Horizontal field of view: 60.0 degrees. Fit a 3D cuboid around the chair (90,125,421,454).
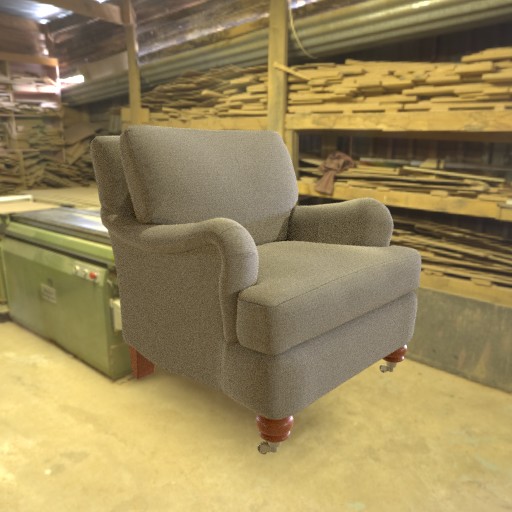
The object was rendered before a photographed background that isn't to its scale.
[{"bbox_3d":[0.000,0.000,1.841,0.955,1.038,1.070,-13,19,-43],"label":"chair"}]
